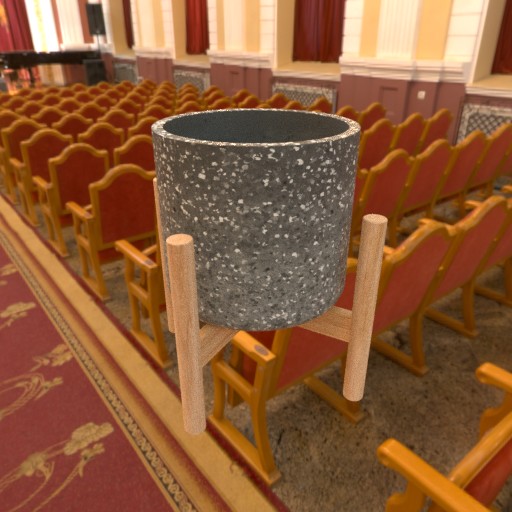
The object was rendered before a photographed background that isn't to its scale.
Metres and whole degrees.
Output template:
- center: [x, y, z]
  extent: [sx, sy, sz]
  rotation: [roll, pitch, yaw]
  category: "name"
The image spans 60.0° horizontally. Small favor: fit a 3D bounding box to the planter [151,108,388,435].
- center: [0.000, 0.000, 0.551]
  extent: [0.284, 0.320, 0.284]
  rotation: [-19, 32, -33]
  category: "planter"
